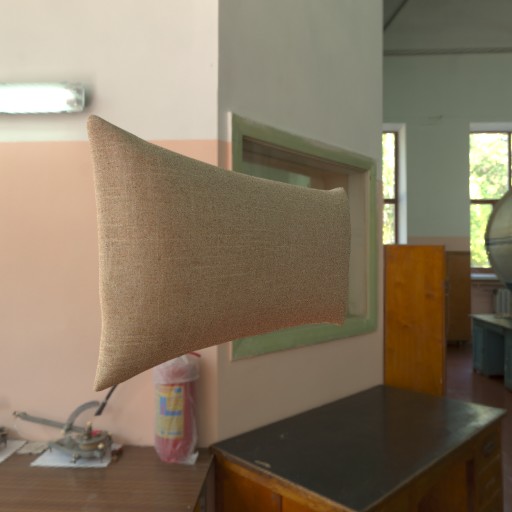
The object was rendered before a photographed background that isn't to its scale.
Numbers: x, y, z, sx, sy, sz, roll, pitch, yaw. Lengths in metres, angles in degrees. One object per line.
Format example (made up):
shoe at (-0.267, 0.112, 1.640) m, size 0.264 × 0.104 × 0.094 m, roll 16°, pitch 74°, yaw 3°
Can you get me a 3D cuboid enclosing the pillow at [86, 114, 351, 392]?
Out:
pillow at (0.000, 0.000, 1.017) m, size 0.197 × 0.429 × 0.859 m, roll -1°, pitch -1°, yaw 37°
